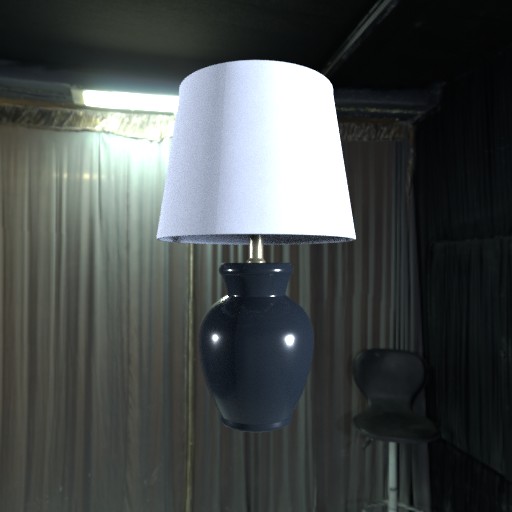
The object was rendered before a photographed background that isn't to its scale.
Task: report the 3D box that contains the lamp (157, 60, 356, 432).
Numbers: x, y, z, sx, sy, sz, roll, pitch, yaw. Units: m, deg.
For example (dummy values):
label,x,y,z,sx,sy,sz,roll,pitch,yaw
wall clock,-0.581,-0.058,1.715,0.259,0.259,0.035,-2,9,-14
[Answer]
label,x,y,z,sx,sy,sz,roll,pitch,yaw
lamp,0.000,0.000,0.545,0.239,0.399,0.239,0,-1,0
